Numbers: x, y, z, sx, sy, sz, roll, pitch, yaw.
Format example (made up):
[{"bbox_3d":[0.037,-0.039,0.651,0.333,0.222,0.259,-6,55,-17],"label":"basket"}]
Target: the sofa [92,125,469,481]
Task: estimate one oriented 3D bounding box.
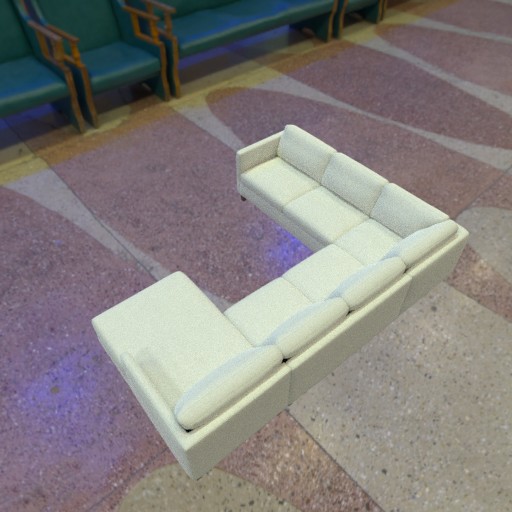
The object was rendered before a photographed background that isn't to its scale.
[{"bbox_3d":[0.000,0.000,4.354,3.238,0.853,2.551,-30,53,-26],"label":"sofa"}]
